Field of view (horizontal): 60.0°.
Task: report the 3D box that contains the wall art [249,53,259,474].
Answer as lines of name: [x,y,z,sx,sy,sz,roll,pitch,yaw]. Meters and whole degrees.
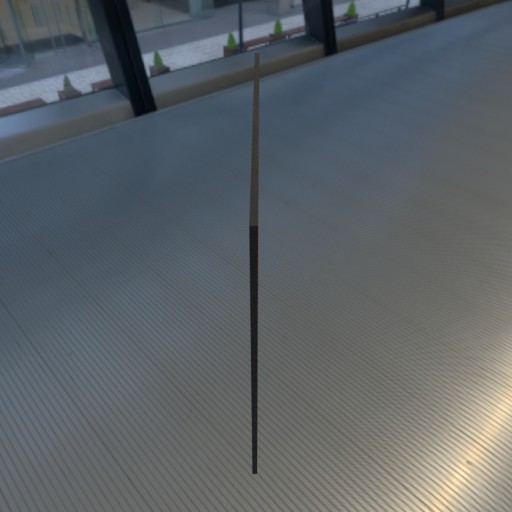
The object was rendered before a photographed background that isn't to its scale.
wall art: [0.000,0.000,1.224,0.013,0.823,0.823,0,41,0]
